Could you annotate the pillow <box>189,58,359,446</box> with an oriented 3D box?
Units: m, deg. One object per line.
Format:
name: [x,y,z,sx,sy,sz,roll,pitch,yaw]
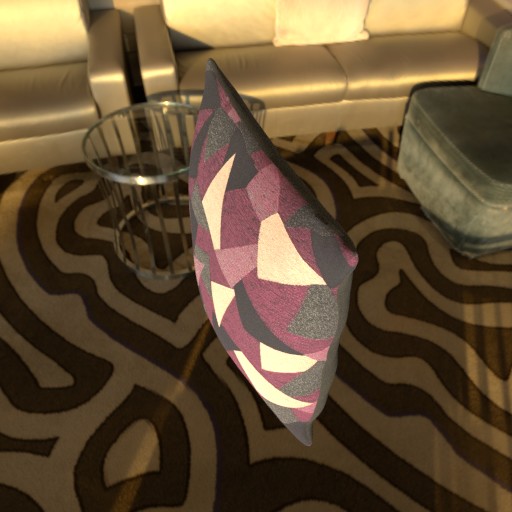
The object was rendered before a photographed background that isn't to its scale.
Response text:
pillow: [0.000,0.000,0.767,0.208,0.496,0.503,-16,48,-15]
